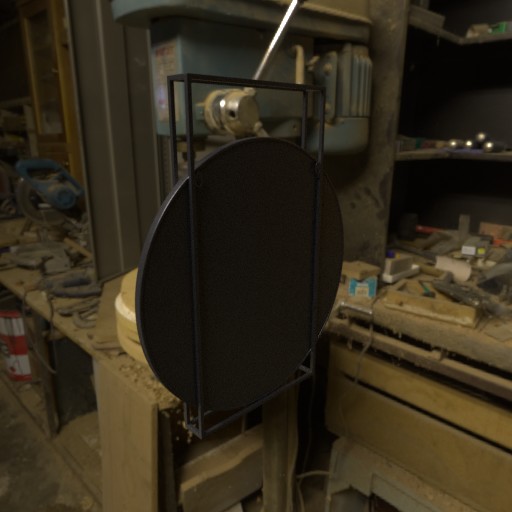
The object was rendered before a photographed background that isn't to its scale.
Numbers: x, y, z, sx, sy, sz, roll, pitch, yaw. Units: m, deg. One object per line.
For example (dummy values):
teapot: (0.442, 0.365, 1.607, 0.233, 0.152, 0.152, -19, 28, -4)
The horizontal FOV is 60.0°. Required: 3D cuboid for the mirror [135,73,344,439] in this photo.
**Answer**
mirror: (0.000, 0.000, 0.821, 0.508, 0.603, 0.051, -15, 22, -42)
